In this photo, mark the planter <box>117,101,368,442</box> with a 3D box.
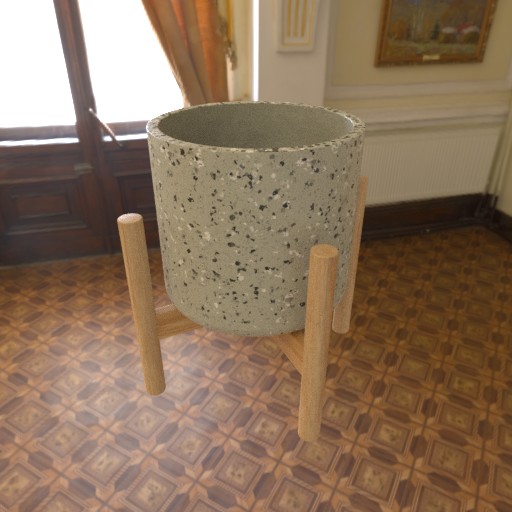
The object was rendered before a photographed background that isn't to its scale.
[{"bbox_3d":[0.000,0.000,0.537,0.284,0.320,0.284,-1,30,-2],"label":"planter"}]
